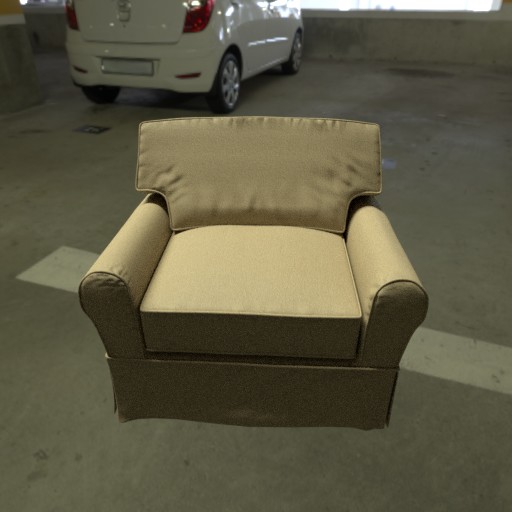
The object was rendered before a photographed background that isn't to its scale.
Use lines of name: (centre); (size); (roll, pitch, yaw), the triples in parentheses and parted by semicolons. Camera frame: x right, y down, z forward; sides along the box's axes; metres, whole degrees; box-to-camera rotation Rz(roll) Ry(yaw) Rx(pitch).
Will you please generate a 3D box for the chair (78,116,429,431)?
chair: (0.000, 0.000, 1.749); (1.096, 0.937, 0.903); (2, 31, 3)
